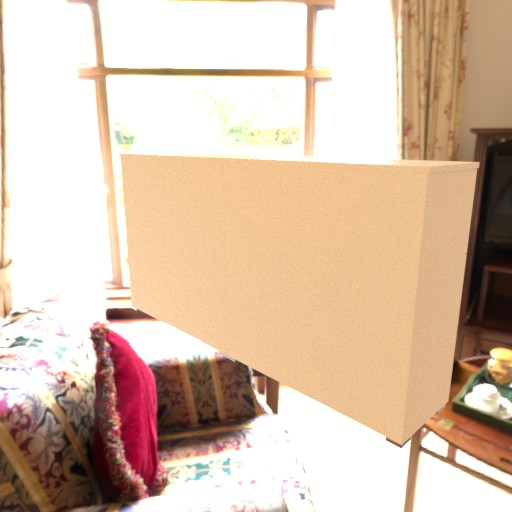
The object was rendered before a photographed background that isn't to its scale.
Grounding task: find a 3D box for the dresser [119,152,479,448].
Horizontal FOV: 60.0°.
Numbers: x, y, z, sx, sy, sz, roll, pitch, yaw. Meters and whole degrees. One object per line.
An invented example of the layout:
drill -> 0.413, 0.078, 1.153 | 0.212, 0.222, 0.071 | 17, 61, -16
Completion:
dresser -> 0.000, 0.000, 1.805 | 0.333, 0.790, 1.535 | -14, 20, -42
